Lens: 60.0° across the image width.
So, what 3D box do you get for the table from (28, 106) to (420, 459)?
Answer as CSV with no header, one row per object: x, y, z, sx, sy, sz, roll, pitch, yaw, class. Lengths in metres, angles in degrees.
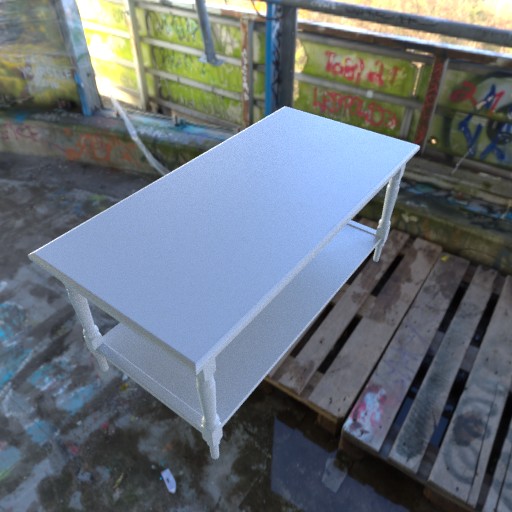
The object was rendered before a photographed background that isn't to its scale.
0.000,0.000,1.445,0.551,0.506,1.109,26,48,27,table
